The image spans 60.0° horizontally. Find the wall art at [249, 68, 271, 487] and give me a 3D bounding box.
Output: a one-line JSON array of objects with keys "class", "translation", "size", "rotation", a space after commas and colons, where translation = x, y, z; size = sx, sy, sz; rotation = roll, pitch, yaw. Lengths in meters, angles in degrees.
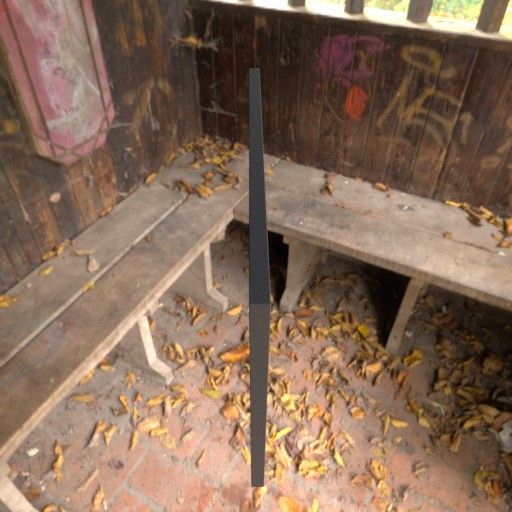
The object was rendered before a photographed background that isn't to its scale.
[{"class": "wall art", "translation": [0.000, 0.000, 0.553], "size": [0.016, 0.306, 0.432], "rotation": [0, 42, 0]}]
